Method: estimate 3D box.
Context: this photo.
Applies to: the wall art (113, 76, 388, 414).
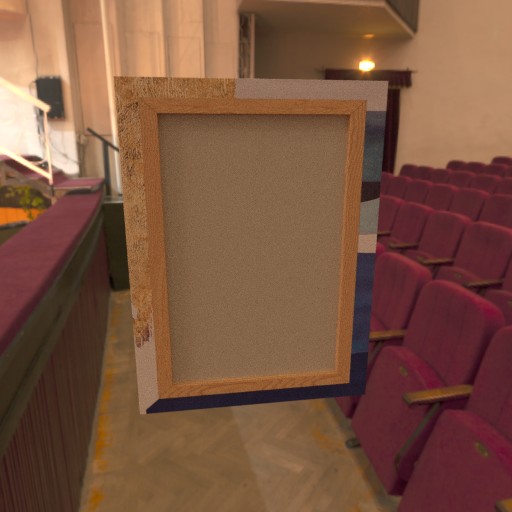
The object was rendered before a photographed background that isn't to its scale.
[{"bbox_3d":[0.000,0.000,0.825,0.458,0.613,0.026,-2,15,-8],"label":"wall art"}]
